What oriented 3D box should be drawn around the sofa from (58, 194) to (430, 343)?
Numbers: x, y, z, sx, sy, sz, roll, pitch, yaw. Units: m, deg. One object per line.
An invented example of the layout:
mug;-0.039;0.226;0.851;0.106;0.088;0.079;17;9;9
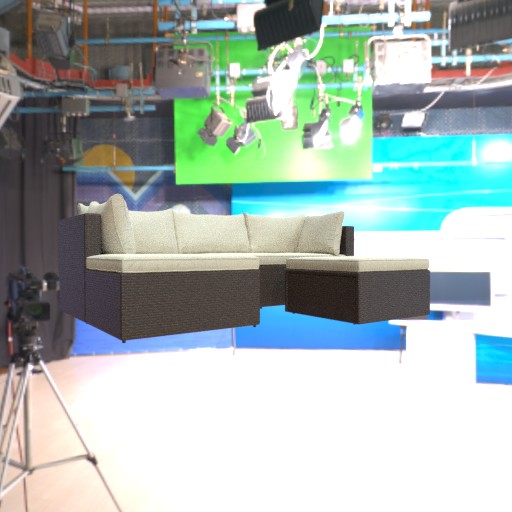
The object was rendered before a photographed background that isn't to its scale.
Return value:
sofa;0.000;0.000;3.019;2.192;0.766;1.612;0;1;-35
